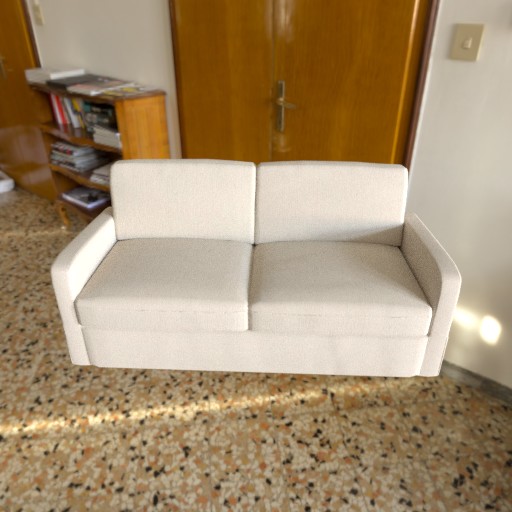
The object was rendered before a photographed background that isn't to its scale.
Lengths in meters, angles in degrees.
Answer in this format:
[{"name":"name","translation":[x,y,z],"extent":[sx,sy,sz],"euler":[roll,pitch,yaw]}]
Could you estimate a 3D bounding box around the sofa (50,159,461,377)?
[{"name":"sofa","translation":[0.000,0.000,2.325],"extent":[1.808,0.831,0.894],"euler":[1,30,2]}]
